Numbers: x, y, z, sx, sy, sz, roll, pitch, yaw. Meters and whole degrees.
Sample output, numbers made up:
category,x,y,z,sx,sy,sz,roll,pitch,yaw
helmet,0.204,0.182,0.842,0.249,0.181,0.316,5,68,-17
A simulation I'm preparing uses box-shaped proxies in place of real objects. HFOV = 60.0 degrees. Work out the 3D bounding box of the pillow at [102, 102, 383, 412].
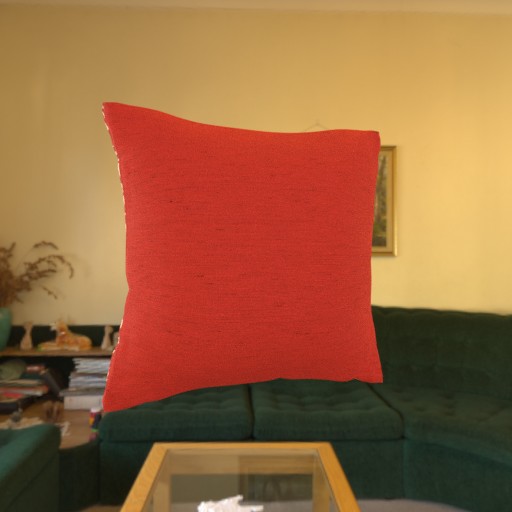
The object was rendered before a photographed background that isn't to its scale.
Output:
category,x,y,z,sx,sy,sz,roll,pitch,yaw
pillow,0.000,0.000,0.667,0.438,0.419,0.162,0,0,-19
